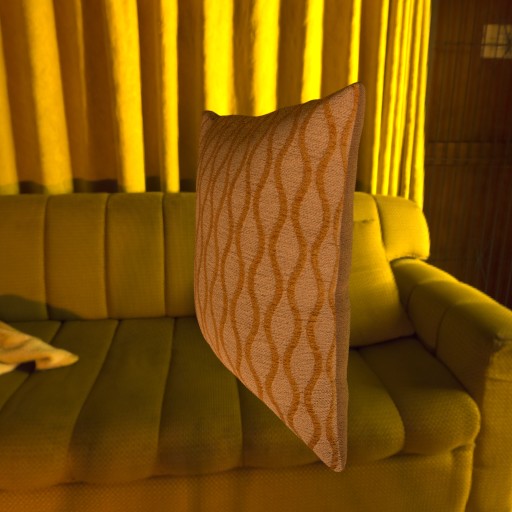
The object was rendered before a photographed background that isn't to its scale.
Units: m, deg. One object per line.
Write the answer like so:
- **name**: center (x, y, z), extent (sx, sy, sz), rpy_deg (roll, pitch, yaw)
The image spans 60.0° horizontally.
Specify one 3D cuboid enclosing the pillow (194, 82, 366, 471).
- **pillow**: center (0.000, 0.000, 0.650), extent (0.159, 0.436, 0.429), rpy_deg (-7, 16, -26)
